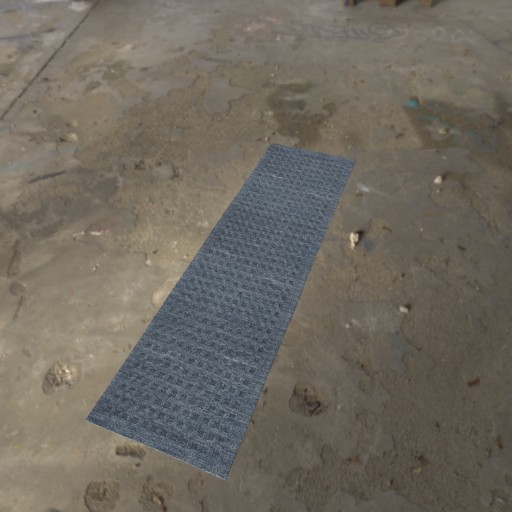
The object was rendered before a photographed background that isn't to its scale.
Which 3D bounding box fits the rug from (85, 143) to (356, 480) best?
[{"bbox_3d":[0.000,0.000,2.675,0.688,0.008,2.443,16,48,15],"label":"rug"}]
